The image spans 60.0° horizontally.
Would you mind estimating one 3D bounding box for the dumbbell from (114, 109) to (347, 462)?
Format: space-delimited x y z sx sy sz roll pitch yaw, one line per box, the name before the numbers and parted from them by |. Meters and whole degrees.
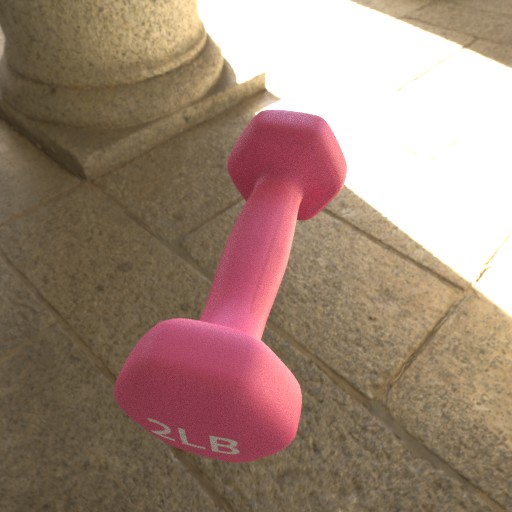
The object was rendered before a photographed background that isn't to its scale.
dumbbell | 0.000 0.000 0.174 0.058 0.053 0.146 11 49 10
